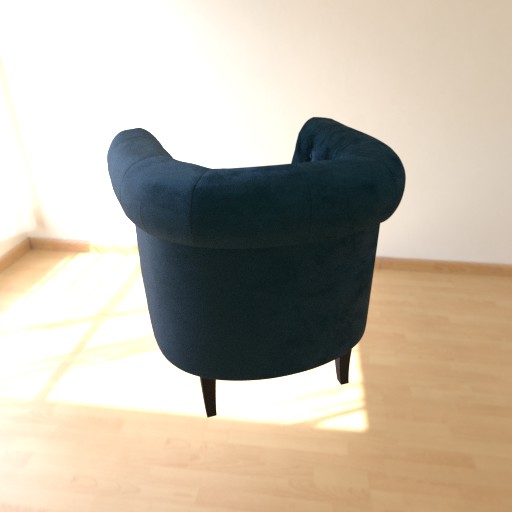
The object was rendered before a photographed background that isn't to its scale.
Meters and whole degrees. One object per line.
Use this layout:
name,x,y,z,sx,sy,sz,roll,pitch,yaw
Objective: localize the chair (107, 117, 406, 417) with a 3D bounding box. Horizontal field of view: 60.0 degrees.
chair,0.000,0.000,1.560,0.904,0.826,0.851,-8,28,-16
